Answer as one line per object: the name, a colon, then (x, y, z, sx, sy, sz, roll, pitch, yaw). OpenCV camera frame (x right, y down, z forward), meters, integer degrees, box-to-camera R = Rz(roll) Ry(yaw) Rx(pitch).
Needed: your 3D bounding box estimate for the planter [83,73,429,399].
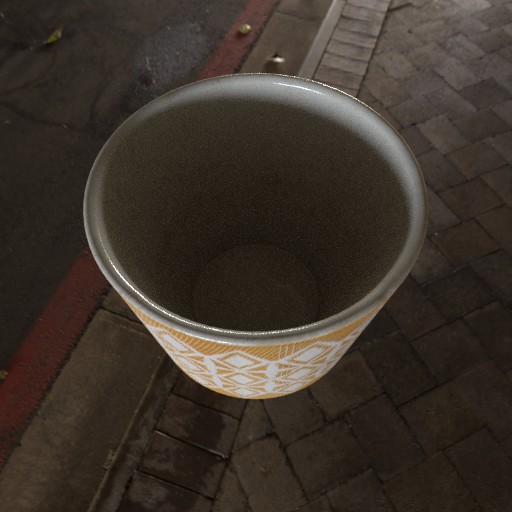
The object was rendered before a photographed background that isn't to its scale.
planter: (0.000, 0.000, 0.322, 0.193, 0.165, 0.193, 0, 59, 0)
